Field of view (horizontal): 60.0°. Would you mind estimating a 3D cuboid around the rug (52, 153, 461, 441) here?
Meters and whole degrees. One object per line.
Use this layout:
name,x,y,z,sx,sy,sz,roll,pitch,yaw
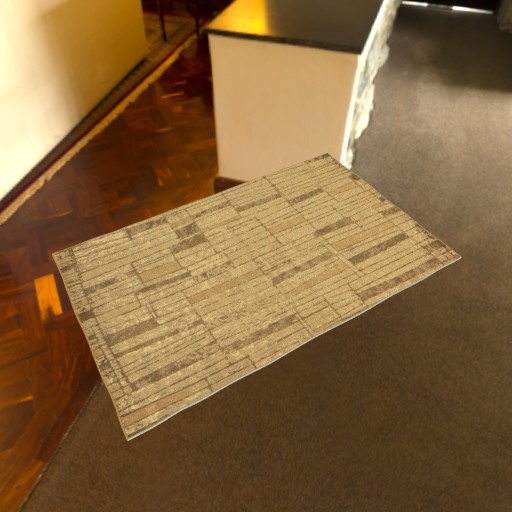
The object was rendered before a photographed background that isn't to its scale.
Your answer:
rug,0.000,0.000,3.109,2.444,0.023,1.531,-24,51,-21
